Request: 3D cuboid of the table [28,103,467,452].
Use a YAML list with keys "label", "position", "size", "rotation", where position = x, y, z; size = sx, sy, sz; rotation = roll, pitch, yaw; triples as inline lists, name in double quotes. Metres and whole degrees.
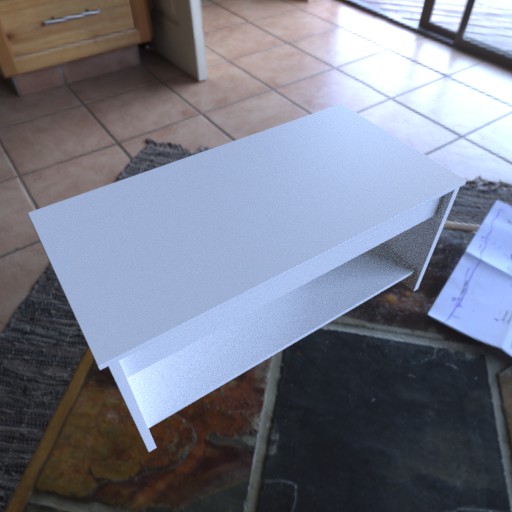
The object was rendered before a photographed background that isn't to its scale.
- label: "table"
  position: [0.000, 0.000, 1.281]
  size: [1.000, 0.441, 0.500]
  rotation: [-25, 51, -22]
